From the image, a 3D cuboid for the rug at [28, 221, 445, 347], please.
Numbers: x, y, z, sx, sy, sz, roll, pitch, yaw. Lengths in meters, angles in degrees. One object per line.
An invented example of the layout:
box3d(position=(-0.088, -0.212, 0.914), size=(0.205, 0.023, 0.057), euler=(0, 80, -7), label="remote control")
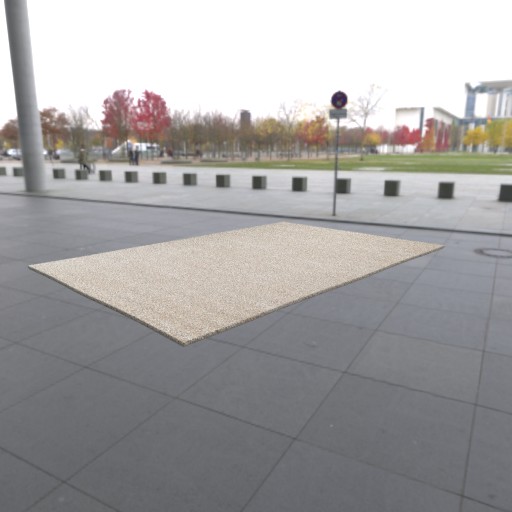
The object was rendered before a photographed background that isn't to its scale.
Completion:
box3d(position=(0.000, 0.000, 3.405), size=(1.800, 0.025, 2.699), euler=(13, 19, 43), label="rug")
